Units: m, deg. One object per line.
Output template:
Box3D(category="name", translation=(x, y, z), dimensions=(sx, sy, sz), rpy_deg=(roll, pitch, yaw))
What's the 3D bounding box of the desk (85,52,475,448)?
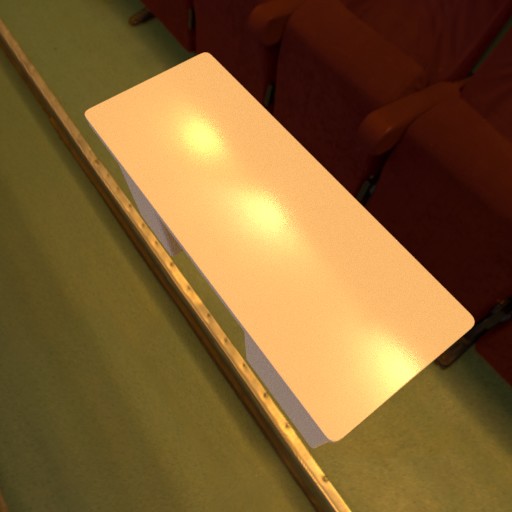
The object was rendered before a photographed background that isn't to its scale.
Box3D(category="desk", translation=(0.000, 0.000, 1.786), dimensions=(0.550, 0.762, 1.400), rpy_deg=(-34, 68, -15))
